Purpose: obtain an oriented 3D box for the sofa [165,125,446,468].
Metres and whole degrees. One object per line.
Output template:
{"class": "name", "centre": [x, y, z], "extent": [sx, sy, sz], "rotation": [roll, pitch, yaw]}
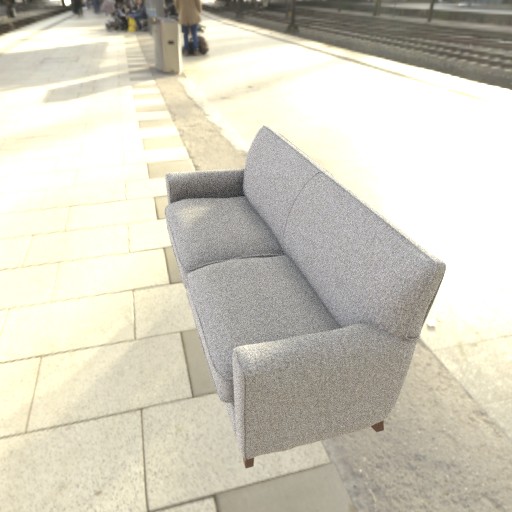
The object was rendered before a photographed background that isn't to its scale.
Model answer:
{"class": "sofa", "centre": [0.000, 0.000, 2.520], "extent": [0.854, 0.942, 2.026], "rotation": [-9, 32, -15]}
